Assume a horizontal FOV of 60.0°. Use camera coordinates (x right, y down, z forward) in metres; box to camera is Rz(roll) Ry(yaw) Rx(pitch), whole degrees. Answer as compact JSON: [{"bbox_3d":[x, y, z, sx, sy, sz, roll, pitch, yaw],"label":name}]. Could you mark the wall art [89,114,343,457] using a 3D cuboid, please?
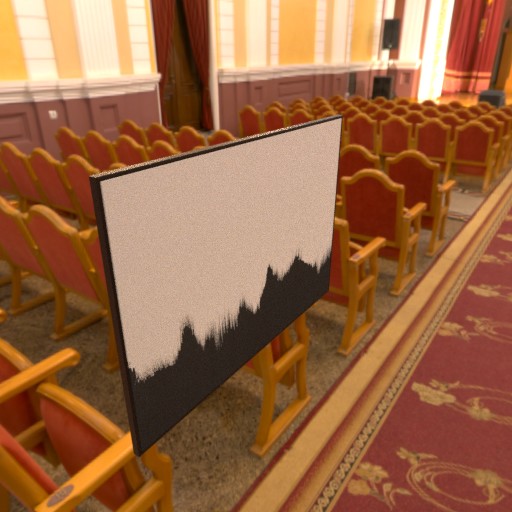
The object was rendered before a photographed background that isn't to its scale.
[{"bbox_3d":[0.000,0.000,1.244,0.019,0.660,0.957,17,30,32],"label":"wall art"}]
